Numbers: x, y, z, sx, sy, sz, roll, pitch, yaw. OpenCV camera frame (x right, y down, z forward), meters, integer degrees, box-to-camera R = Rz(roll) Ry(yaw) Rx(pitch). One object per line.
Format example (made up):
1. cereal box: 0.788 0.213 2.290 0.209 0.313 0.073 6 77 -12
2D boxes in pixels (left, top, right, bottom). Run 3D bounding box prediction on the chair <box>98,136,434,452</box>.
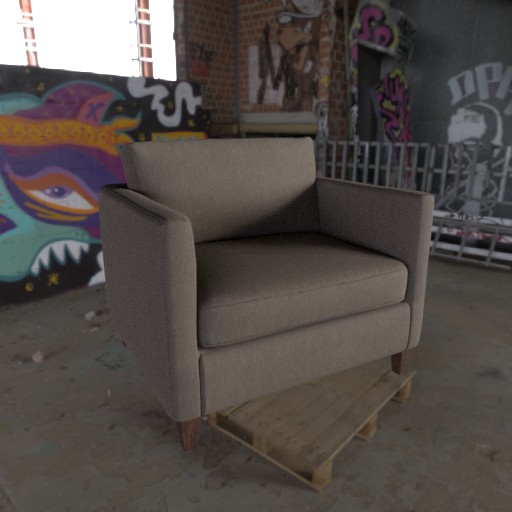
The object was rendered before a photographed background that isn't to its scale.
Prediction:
1. chair: 0.000 0.000 1.876 1.107 0.963 0.959 -9 18 -28
